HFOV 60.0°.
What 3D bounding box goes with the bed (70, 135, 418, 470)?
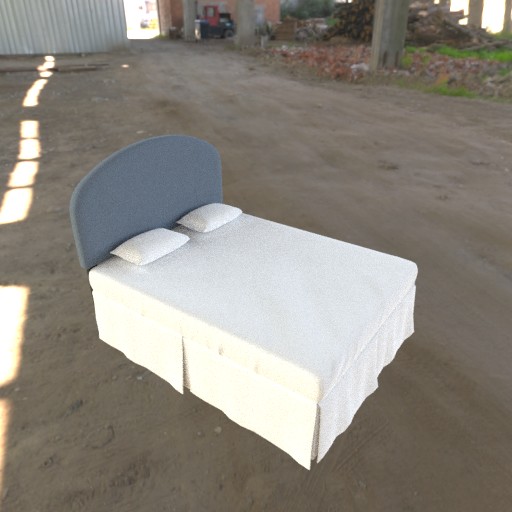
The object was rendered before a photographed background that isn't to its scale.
[{"bbox_3d":[0.000,0.000,3.164,2.005,1.410,1.607,19,33,31],"label":"bed"}]
